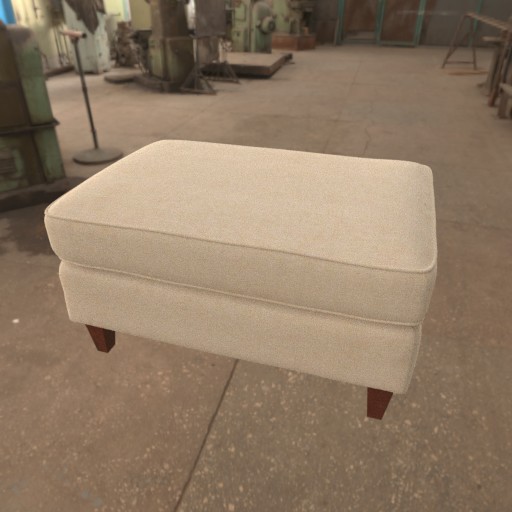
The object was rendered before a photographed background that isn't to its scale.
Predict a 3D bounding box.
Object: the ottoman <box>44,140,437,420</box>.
[{"bbox_3d":[0.000,0.000,1.212,0.862,0.484,0.583,9,33,15],"label":"ottoman"}]
